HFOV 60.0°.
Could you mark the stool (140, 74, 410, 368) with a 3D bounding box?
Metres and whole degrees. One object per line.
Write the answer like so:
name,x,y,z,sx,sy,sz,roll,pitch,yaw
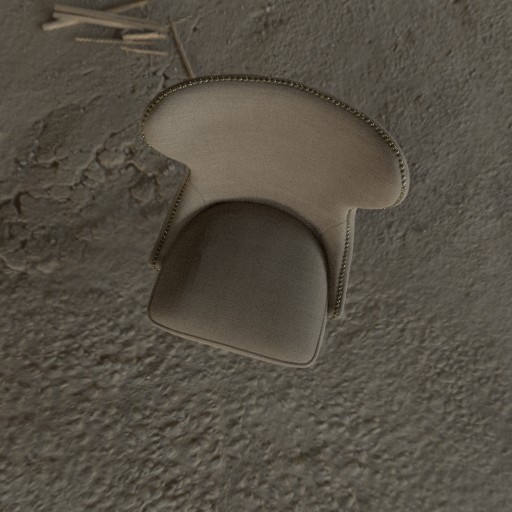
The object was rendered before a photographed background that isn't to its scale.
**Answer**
stool,0.000,0.000,1.366,0.615,0.972,0.597,15,77,4
